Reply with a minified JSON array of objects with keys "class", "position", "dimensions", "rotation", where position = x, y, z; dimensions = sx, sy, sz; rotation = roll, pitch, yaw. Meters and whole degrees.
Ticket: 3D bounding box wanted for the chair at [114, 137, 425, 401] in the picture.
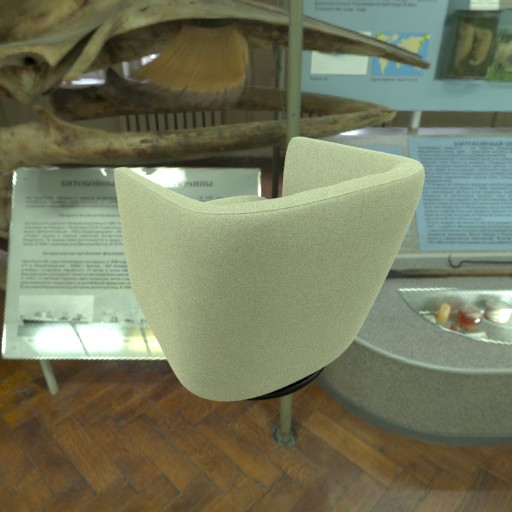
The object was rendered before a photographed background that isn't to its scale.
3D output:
[{"class":"chair","position":[0.000,0.000,1.629],"dimensions":[0.822,0.861,0.986],"rotation":[-17,34,-27]}]
